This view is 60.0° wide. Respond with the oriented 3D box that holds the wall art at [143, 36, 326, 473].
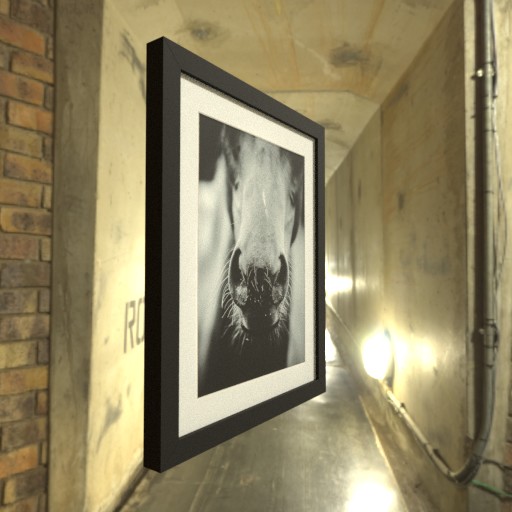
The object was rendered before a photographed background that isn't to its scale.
[{"bbox_3d":[0.000,0.000,0.760,0.033,0.559,0.457,-1,-2,36],"label":"wall art"}]
